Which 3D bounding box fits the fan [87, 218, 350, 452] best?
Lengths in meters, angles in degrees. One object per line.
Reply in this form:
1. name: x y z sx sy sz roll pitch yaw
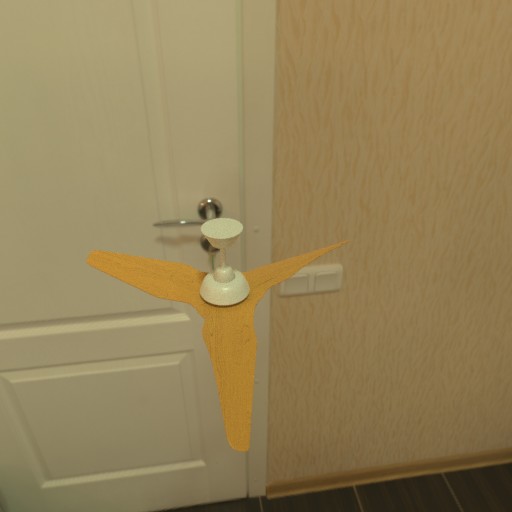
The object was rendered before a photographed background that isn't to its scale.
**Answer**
1. fan: 0.000 0.000 1.692 1.010 0.355 1.142 -23 39 -31
